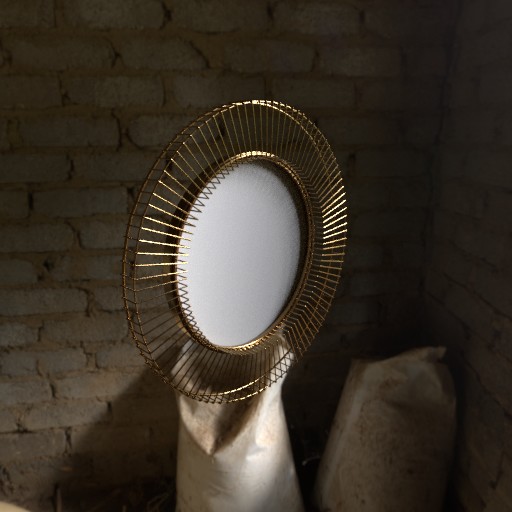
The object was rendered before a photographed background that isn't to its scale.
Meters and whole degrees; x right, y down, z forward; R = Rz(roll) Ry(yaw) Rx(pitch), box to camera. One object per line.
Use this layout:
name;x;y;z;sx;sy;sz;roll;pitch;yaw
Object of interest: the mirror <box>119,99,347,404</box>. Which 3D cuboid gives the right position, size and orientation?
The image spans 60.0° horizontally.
mirror;0.000;0.000;1.058;0.067;0.703;0.703;14;21;41
